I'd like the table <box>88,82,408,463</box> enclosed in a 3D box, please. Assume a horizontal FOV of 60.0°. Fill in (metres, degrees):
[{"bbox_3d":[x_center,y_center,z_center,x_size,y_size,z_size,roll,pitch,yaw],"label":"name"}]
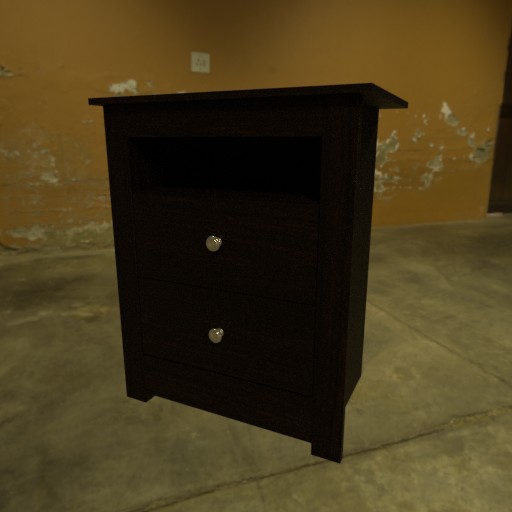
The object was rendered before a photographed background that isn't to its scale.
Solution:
[{"bbox_3d":[0.000,0.000,1.069,0.591,0.711,0.406,7,16,25],"label":"table"}]
